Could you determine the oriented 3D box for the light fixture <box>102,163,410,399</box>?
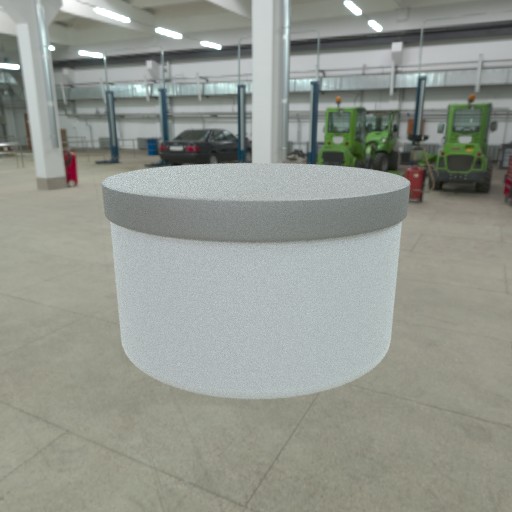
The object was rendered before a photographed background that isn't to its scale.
[{"bbox_3d":[0.000,0.000,0.626,0.393,0.229,0.393,0,16,0],"label":"light fixture"}]
